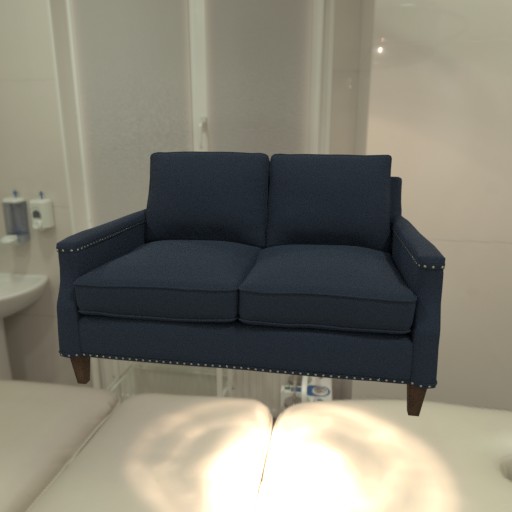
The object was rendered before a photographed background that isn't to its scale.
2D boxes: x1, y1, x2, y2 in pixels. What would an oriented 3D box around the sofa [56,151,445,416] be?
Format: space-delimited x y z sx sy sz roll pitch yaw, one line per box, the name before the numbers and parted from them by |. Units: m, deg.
sofa | 0.000 0.000 2.230 1.597 1.003 1.084 2 15 9
